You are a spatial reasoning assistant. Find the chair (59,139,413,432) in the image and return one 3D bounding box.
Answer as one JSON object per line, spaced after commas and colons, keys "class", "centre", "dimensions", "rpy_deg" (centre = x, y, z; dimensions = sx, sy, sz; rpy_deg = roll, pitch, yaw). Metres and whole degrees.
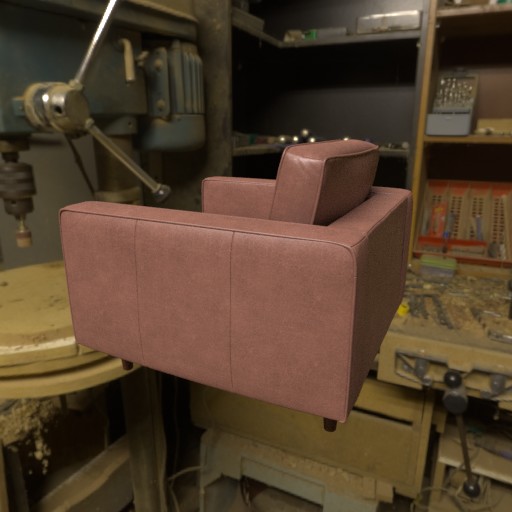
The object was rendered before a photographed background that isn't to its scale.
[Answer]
{"class": "chair", "centre": [0.000, 0.000, 1.515], "dimensions": [0.900, 0.770, 0.920], "rpy_deg": [8, 18, 25]}
